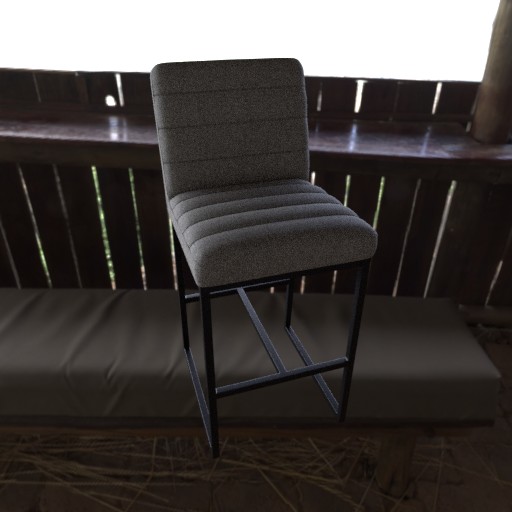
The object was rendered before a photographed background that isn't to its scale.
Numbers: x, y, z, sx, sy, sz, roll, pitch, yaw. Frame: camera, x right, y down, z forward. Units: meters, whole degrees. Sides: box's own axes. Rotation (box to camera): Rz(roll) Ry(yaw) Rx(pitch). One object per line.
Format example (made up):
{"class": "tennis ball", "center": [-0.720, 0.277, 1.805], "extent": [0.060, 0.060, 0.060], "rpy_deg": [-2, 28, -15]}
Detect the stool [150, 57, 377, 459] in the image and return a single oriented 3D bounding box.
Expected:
{"class": "stool", "center": [0.000, 0.000, 1.328], "extent": [0.459, 1.034, 0.571], "rpy_deg": [-9, 32, -15]}
